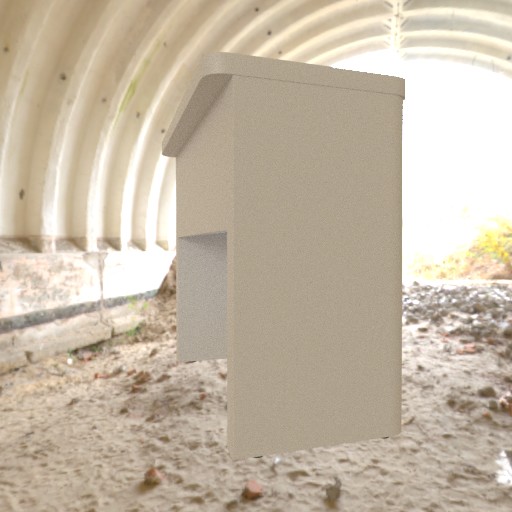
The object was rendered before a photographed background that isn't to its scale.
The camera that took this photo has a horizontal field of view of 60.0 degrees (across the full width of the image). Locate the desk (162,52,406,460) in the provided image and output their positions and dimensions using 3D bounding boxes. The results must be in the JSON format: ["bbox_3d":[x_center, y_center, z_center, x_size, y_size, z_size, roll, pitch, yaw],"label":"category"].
[{"bbox_3d":[0.000,0.000,1.246,0.446,0.760,0.790,0,1,-18],"label":"desk"}]
